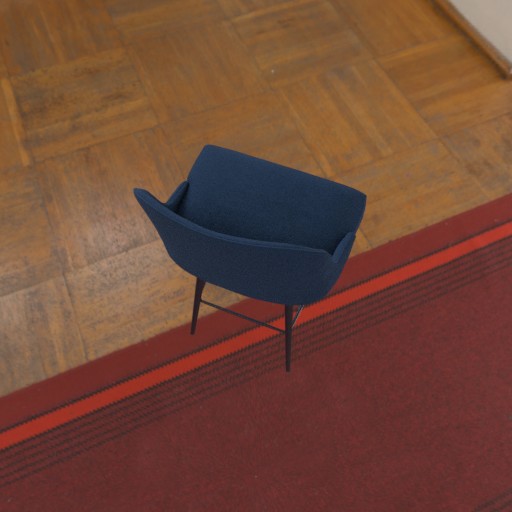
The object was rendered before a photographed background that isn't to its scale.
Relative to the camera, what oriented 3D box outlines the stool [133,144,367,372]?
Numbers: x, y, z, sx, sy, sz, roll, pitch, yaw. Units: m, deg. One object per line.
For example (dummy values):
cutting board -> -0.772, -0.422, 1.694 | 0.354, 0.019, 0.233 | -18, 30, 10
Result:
stool -> 0.000, 0.000, 1.356 | 0.527, 1.079, 0.489 | 19, 65, 9
